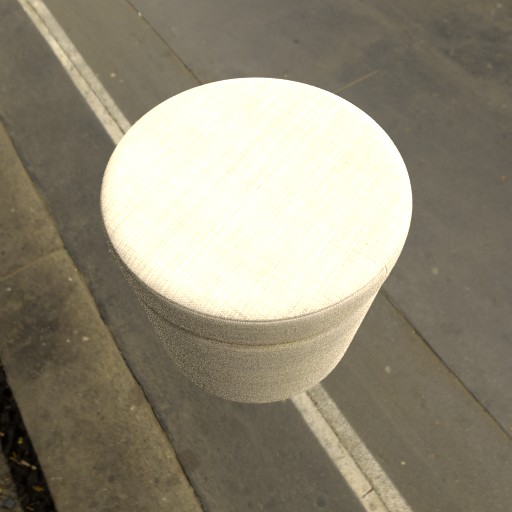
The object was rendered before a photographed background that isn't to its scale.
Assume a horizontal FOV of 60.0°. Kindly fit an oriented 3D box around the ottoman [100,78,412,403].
[{"bbox_3d":[0.000,0.000,0.733,0.400,0.406,0.400,0,60,0],"label":"ottoman"}]
